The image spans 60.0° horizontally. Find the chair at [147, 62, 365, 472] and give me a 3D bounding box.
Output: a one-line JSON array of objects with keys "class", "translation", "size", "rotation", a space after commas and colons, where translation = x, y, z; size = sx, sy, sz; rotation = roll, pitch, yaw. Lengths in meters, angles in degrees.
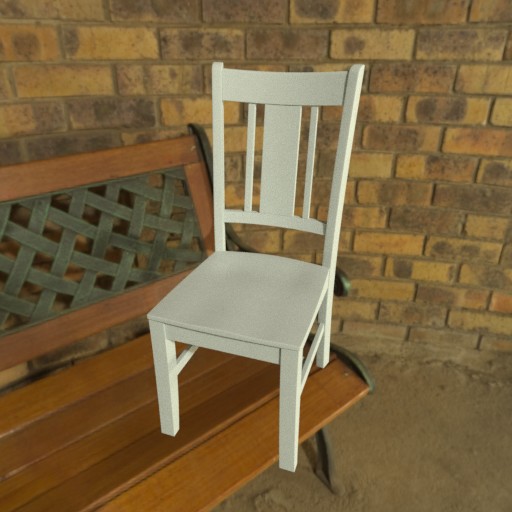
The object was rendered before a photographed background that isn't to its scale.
[{"class": "chair", "translation": [0.000, 0.000, 1.275], "size": [0.450, 0.998, 0.555], "rotation": [9, 27, 17]}]
